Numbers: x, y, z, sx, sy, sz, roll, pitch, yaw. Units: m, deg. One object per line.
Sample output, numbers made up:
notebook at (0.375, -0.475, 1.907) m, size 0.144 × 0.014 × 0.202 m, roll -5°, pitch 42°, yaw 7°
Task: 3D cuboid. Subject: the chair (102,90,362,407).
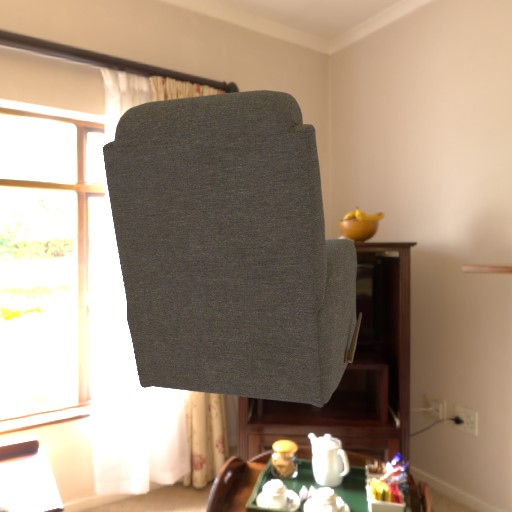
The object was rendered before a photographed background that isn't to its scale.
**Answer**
chair at (0.000, 0.000, 1.776) m, size 0.798 × 1.013 × 1.043 m, roll 0°, pitch 1°, yaw 18°
